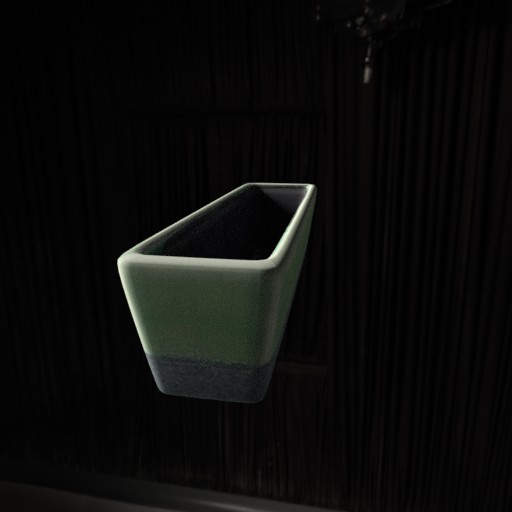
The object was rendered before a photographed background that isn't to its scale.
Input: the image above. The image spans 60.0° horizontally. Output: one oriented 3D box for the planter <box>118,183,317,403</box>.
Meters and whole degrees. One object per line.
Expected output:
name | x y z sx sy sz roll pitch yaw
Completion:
planter | 0.000 0.000 0.314 0.072 0.072 0.275 3 16 10
